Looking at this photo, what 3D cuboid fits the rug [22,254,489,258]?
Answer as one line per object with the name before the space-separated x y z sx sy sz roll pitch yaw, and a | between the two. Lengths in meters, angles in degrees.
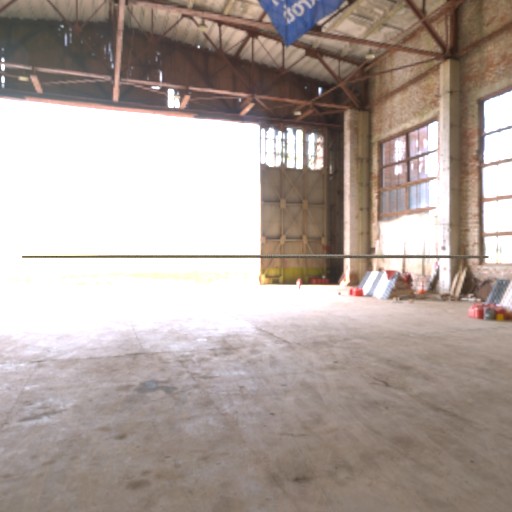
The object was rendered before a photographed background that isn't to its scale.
rug | 0.000 0.000 3.066 2.438 0.014 1.524 0 0 1
